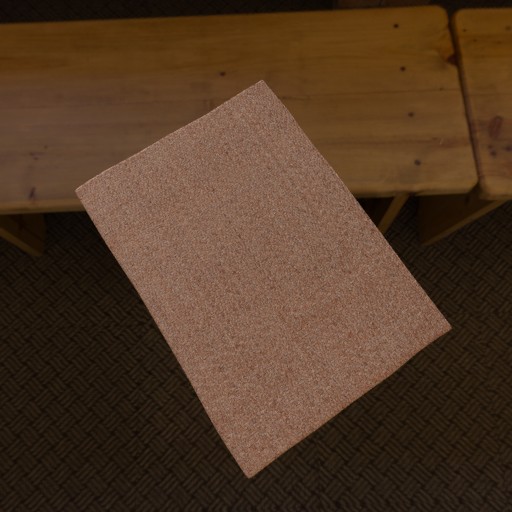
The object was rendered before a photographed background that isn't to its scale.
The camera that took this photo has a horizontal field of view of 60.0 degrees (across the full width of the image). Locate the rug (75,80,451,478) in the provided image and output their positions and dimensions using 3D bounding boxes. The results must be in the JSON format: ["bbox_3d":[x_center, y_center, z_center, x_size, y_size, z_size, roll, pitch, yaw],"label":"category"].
[{"bbox_3d":[0.000,0.000,2.866,1.566,0.013,2.141,-33,78,-8],"label":"rug"}]
